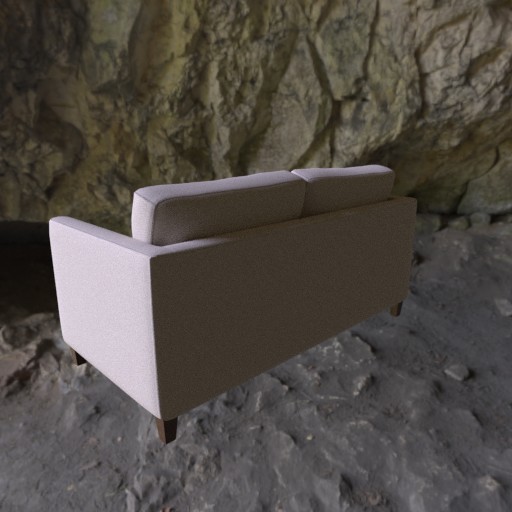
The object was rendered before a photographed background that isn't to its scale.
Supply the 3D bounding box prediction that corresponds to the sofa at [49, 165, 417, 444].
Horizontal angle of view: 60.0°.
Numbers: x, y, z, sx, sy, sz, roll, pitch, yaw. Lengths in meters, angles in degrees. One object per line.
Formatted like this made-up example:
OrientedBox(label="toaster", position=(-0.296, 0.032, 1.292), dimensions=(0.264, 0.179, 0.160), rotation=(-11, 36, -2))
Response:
OrientedBox(label="sofa", position=(0.000, 0.000, 2.254), dimensions=(1.722, 0.888, 0.873), rotation=(-15, 21, -42))
